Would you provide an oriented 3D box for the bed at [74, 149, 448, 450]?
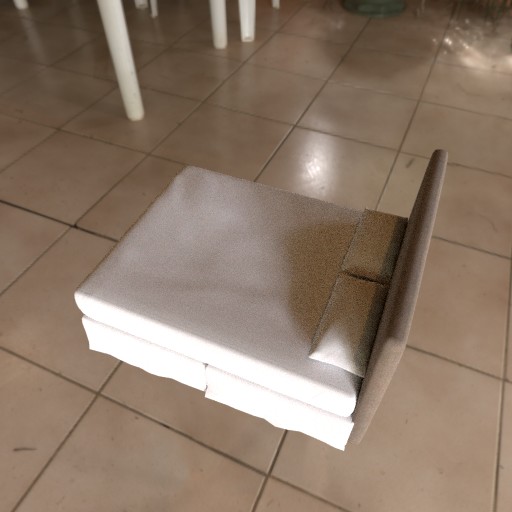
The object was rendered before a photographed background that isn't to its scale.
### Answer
[{"bbox_3d":[0.000,0.000,3.209,2.142,1.330,1.723,17,50,15],"label":"bed"}]
